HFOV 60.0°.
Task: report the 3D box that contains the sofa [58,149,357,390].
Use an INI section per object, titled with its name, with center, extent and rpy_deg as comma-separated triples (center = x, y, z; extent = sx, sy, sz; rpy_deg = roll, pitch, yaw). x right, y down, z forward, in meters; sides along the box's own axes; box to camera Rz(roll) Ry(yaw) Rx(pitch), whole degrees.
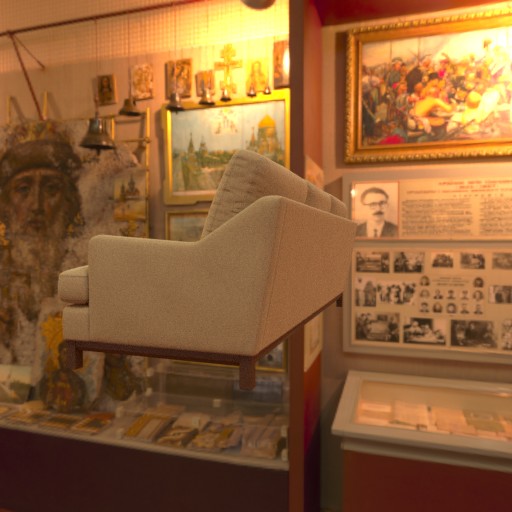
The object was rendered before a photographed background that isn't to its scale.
[sofa]
center = 0.000, 0.000, 2.801
extent = 1.000, 0.913, 2.321
rpy_deg = 1, 2, 19
